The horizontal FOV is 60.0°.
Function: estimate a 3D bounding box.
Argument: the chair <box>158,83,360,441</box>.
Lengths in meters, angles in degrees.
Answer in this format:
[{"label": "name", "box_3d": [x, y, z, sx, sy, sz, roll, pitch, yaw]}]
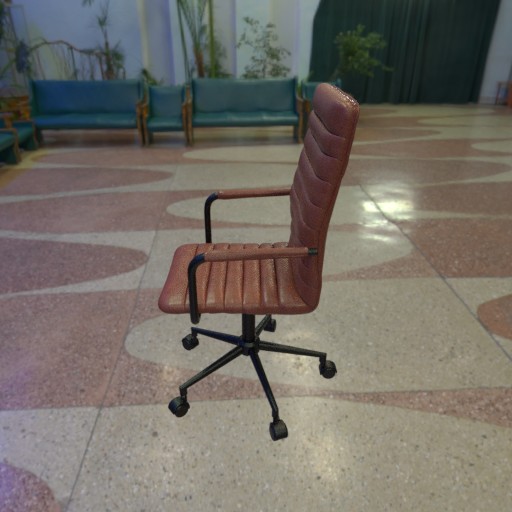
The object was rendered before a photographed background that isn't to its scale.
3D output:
[{"label": "chair", "box_3d": [0.000, 0.000, 1.383, 0.580, 0.979, 0.608, 0, 27, 0]}]
